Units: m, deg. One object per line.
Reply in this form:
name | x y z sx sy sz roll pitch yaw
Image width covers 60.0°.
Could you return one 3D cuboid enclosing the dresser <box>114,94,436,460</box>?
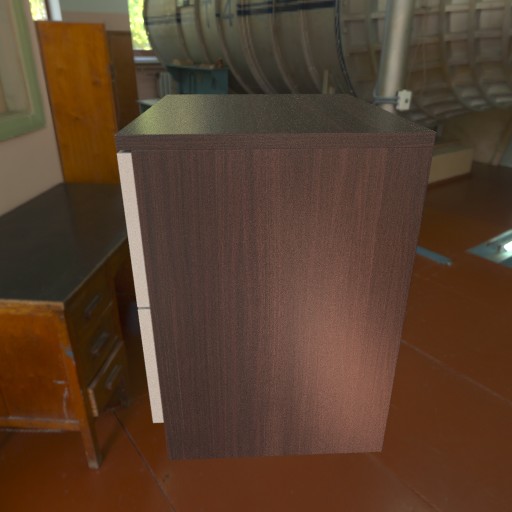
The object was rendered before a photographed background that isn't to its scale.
dresser | 0.000 0.000 0.738 0.360 0.470 0.400 -1 26 -2
